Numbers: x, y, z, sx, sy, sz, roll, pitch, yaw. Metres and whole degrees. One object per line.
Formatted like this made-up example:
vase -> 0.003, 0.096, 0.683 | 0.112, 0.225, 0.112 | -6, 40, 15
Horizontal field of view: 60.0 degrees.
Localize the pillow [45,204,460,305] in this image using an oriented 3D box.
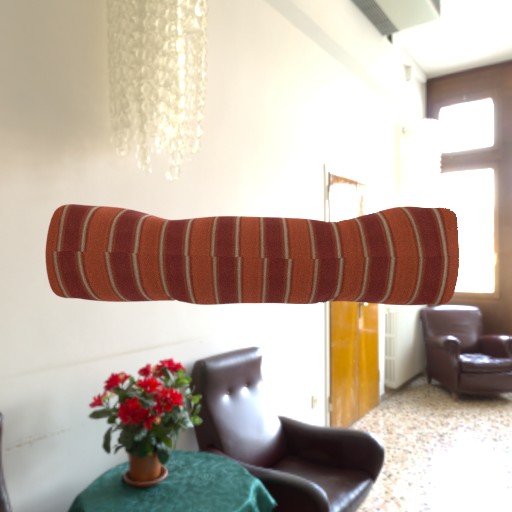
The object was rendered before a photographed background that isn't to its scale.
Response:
pillow -> 0.000, 0.000, 0.724 | 0.490, 0.133, 0.468 | 0, -1, 1
